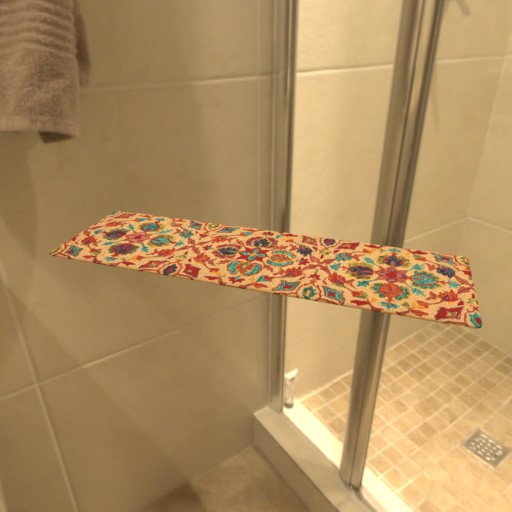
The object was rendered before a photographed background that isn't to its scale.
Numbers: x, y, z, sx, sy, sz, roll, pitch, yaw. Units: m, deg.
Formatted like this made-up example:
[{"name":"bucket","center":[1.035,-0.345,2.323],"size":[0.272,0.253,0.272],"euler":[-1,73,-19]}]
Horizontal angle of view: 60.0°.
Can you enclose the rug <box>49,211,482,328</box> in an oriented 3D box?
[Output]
[{"name":"rug","center":[0.000,0.000,2.501],"size":[2.273,0.016,0.693],"euler":[8,29,16]}]
